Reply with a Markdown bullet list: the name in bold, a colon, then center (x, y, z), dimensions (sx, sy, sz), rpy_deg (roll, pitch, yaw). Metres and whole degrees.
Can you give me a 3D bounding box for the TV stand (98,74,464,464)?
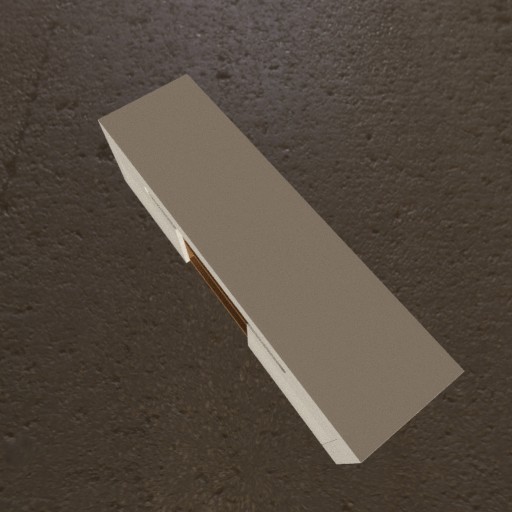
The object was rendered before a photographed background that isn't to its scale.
- **TV stand**: center (0.000, 0.000, 1.707), dimensions (0.410, 0.440, 1.500), rpy_deg (-34, 69, -15)
